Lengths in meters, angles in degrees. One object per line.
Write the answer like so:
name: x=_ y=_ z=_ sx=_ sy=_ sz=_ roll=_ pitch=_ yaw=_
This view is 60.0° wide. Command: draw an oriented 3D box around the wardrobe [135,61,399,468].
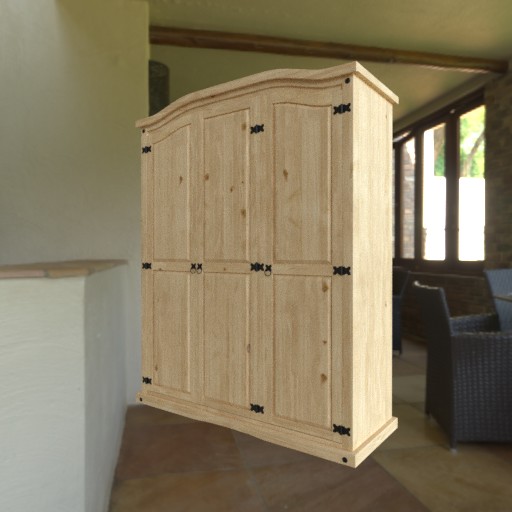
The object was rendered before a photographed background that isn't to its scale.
wardrobe: x=0.000 y=0.000 z=2.622 sx=1.500 sy=1.870 sz=0.570 roll=0 pitch=0 yaw=36
